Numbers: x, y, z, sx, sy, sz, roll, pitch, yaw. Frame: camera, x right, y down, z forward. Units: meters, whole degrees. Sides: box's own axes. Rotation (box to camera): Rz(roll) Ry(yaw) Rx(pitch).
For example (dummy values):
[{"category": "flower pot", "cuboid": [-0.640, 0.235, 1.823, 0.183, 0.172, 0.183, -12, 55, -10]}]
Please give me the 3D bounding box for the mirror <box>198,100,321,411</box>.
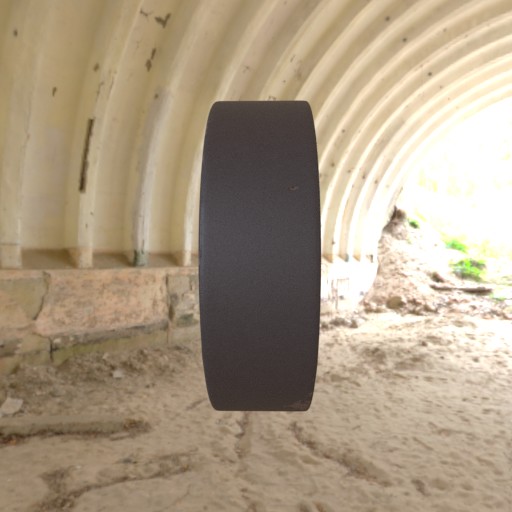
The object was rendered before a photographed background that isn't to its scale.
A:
[{"category": "mirror", "cuboid": [0.000, 0.000, 0.584, 0.126, 0.386, 0.386, 0, 0, 1]}]
